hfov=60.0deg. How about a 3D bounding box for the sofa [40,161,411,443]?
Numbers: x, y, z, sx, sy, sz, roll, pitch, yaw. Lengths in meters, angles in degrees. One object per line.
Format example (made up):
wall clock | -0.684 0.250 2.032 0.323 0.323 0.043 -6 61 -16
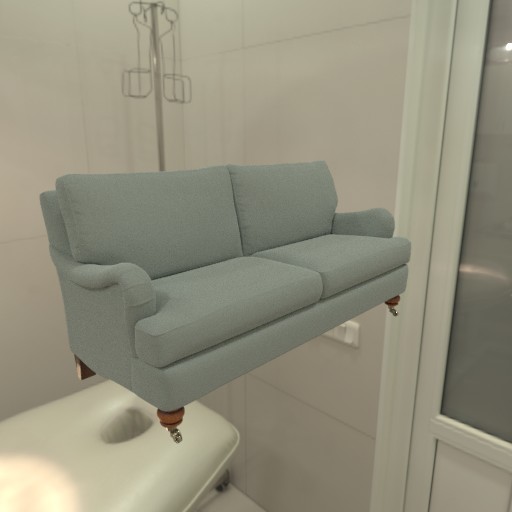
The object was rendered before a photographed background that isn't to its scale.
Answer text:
sofa | 0.000 0.000 2.751 1.069 1.096 2.193 14 21 42
